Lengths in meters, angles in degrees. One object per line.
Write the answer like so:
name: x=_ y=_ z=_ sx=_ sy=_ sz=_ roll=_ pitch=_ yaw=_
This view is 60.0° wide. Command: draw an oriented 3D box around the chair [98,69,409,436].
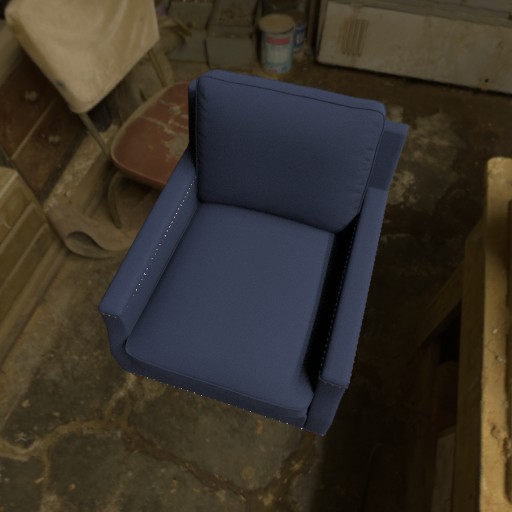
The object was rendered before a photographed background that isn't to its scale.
chair: x=0.000 y=0.000 z=1.684 sx=0.853 sy=0.943 sz=1.014 roll=15 pitch=59 yaw=9
